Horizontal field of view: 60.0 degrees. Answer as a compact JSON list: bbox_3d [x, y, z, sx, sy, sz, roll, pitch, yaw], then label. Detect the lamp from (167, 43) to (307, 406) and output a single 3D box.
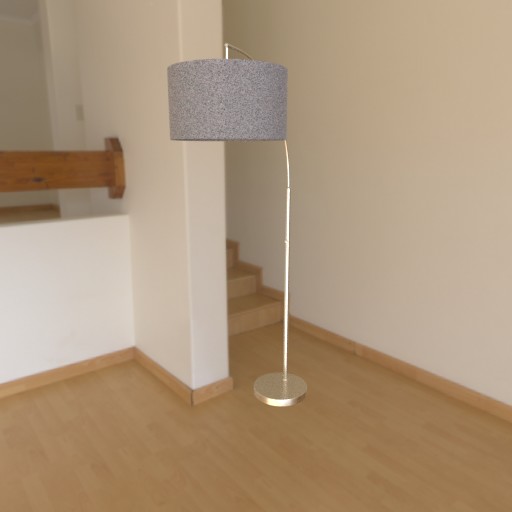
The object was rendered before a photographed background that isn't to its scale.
[{"bbox_3d":[0.000,0.000,2.068,0.452,1.735,0.934,7,15,25],"label":"lamp"}]
